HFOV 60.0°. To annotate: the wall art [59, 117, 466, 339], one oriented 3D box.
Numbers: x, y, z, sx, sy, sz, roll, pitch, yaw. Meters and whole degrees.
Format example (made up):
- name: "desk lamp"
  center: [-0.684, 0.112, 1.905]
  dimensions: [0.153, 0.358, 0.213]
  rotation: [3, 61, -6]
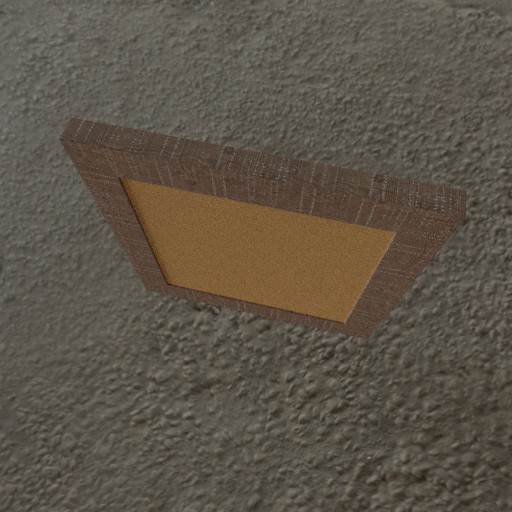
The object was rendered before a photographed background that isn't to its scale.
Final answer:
- name: "wall art"
  center: [0.000, 0.000, 0.809]
  dimensions: [0.531, 0.531, 0.040]
  rotation: [12, 64, 6]
